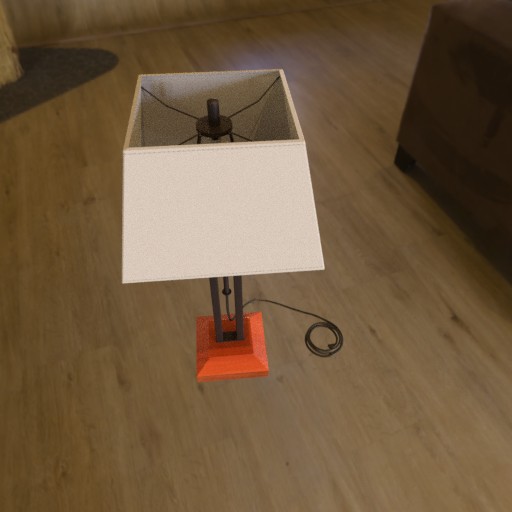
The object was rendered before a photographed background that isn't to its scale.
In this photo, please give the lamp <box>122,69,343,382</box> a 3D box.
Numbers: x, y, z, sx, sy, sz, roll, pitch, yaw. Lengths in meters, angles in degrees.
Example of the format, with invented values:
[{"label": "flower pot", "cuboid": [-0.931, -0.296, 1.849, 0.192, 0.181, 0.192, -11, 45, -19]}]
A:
[{"label": "lamp", "cuboid": [0.000, 0.000, 0.976, 0.498, 0.737, 0.310, -4, 47, -3]}]
